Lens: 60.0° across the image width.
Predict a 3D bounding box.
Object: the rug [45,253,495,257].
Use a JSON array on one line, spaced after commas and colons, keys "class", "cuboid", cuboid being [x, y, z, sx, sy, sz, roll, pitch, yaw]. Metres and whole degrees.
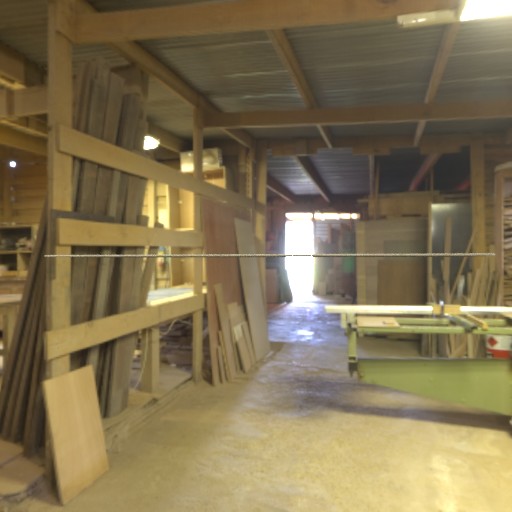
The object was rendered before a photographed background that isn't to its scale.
[{"class": "rug", "cuboid": [0.000, 0.000, 2.667, 2.435, 0.009, 0.750, 0, -1, 17]}]
